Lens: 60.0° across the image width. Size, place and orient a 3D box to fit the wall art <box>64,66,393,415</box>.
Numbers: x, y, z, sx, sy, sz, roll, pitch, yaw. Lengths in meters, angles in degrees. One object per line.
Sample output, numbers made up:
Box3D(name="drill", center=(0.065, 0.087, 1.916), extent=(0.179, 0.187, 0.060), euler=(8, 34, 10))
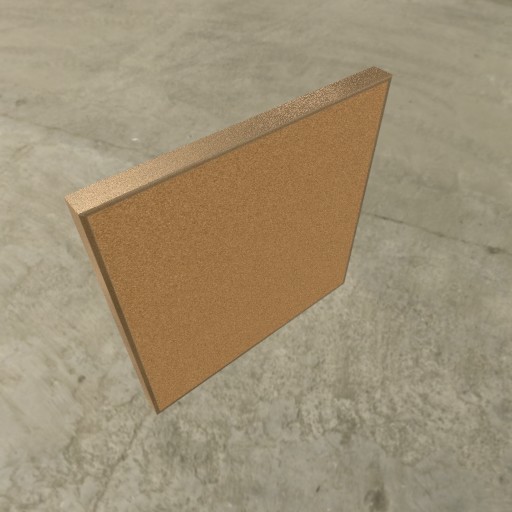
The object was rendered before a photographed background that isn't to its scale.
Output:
Box3D(name="wall art", center=(0.000, 0.000, 0.774), extent=(0.513, 0.511, 0.038), euler=(-31, 54, -25))
